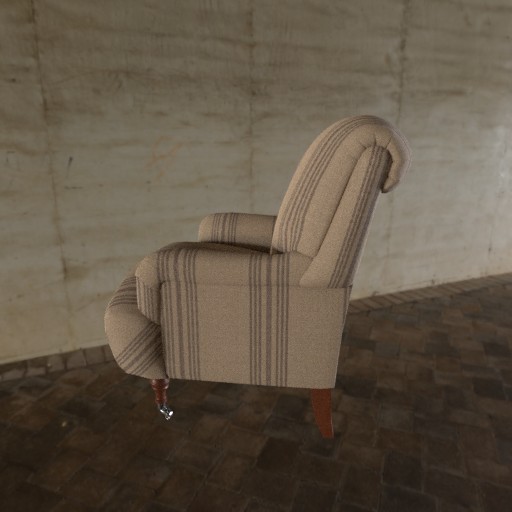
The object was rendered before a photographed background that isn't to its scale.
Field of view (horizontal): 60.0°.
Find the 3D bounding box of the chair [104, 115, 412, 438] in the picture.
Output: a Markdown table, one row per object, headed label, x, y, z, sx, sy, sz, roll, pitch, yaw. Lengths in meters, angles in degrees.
| label | x | y | z | sx | sy | sz | roll | pitch | yaw |
| --- | --- | --- | --- | --- | --- | --- | --- | --- | --- |
| chair | 0.000 | 0.000 | 1.576 | 0.914 | 0.940 | 0.813 | 2 | 15 | 8 |
